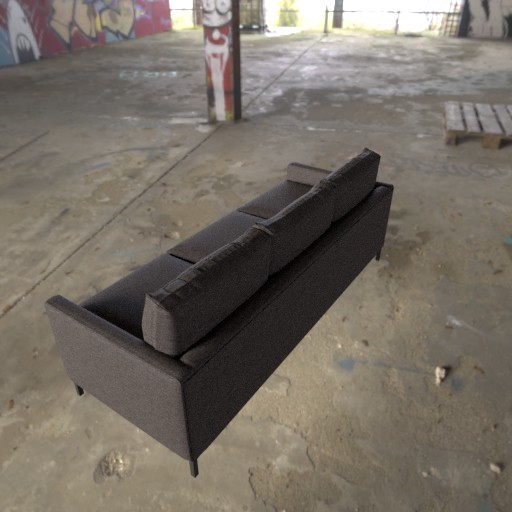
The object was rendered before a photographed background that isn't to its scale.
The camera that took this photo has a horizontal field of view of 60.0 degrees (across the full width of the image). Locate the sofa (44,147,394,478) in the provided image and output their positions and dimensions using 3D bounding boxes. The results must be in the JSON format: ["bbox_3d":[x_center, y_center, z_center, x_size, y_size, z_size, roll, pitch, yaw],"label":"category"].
[{"bbox_3d":[0.000,0.000,2.679,0.876,0.882,2.253,20,37,29],"label":"sofa"}]
